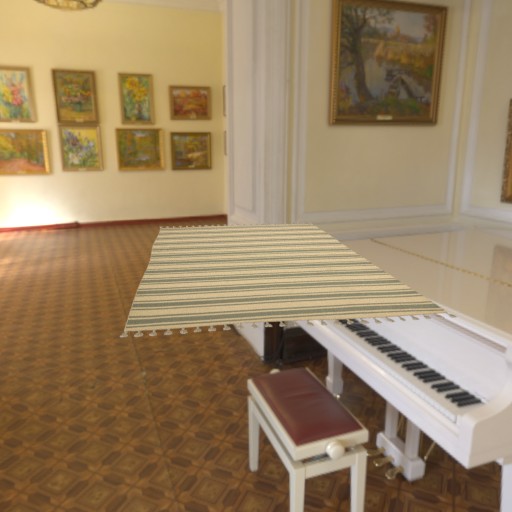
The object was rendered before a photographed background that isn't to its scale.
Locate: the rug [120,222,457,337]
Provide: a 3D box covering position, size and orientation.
[{"bbox_3d":[0.000,0.000,2.558,1.222,0.009,2.084,-2,14,-8],"label":"rug"}]
